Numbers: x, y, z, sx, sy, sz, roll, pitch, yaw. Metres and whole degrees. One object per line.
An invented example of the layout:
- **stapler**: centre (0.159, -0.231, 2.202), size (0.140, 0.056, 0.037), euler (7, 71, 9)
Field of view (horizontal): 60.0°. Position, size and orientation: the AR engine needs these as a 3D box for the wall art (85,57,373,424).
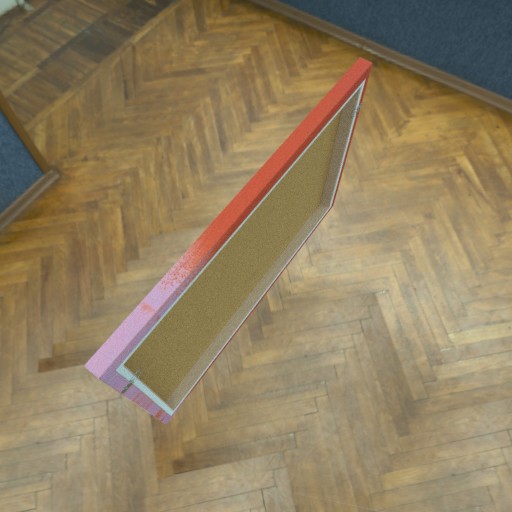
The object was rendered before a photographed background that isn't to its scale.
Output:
- **wall art**: centre (0.000, 0.000, 1.158), size (0.040, 0.609, 0.913), euler (33, 67, 16)
